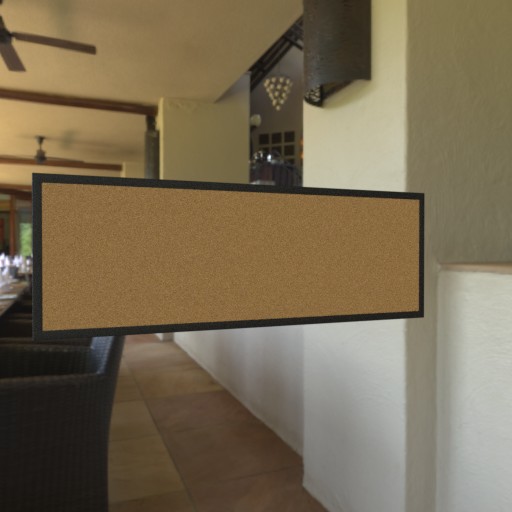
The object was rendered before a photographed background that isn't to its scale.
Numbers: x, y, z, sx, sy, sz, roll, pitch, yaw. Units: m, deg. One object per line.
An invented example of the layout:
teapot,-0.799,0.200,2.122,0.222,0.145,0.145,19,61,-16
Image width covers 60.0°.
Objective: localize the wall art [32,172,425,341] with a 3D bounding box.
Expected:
wall art,0.000,0.000,1.735,1.572,0.554,0.041,0,1,-19
